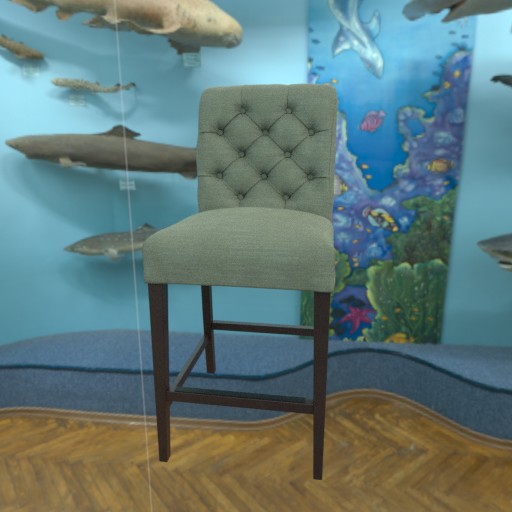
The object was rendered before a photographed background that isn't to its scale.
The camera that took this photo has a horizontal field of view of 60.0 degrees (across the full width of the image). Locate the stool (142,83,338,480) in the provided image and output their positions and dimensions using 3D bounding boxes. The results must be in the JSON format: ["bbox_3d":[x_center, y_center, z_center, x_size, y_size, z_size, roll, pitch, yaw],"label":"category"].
[{"bbox_3d":[0.000,0.000,1.405,0.486,1.084,0.660,2,15,9],"label":"stool"}]
